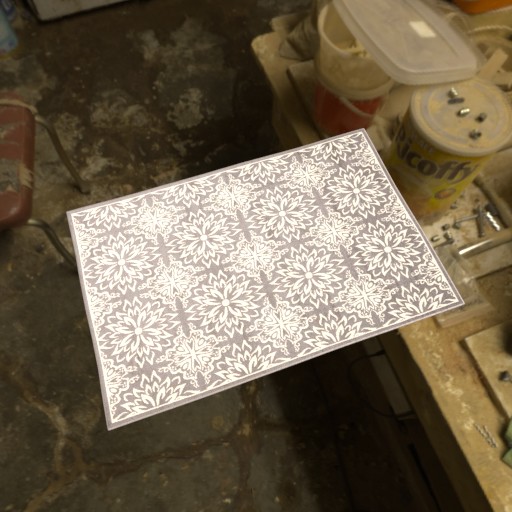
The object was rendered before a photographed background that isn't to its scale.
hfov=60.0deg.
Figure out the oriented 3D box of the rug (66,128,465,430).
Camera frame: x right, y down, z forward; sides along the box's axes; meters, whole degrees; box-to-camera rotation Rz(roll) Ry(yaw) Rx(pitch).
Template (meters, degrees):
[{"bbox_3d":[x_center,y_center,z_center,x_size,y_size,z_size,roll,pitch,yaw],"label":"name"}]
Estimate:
[{"bbox_3d":[0.000,0.000,2.387,1.847,0.012,1.224,-17,66,-8],"label":"rug"}]
